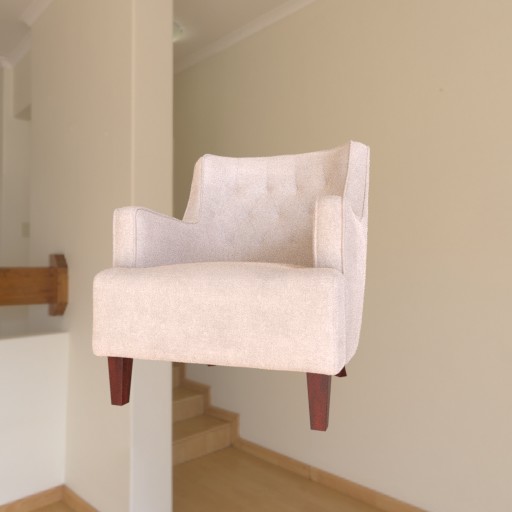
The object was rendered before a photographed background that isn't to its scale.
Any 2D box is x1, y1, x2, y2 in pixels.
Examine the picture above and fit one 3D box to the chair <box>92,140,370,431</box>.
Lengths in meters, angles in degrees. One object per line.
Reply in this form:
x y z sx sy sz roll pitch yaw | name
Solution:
0.000 0.000 1.622 0.781 0.920 0.910 0 -1 20 | chair
